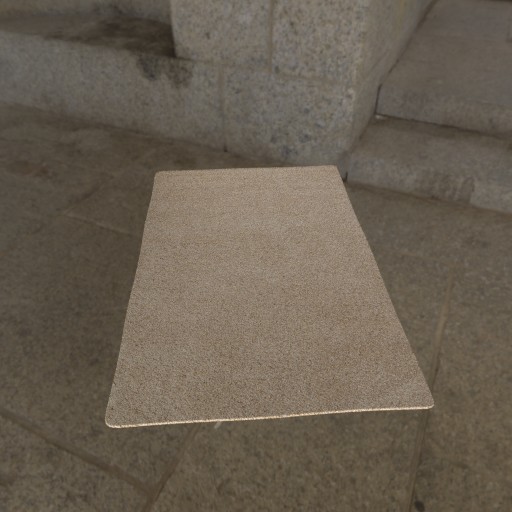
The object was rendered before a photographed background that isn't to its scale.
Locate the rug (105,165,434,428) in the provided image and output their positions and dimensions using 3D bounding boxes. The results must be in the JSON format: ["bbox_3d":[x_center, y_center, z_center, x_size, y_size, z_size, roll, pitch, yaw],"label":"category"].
[{"bbox_3d":[0.000,0.000,3.414,1.801,0.024,2.700,-3,40,-3],"label":"rug"}]
